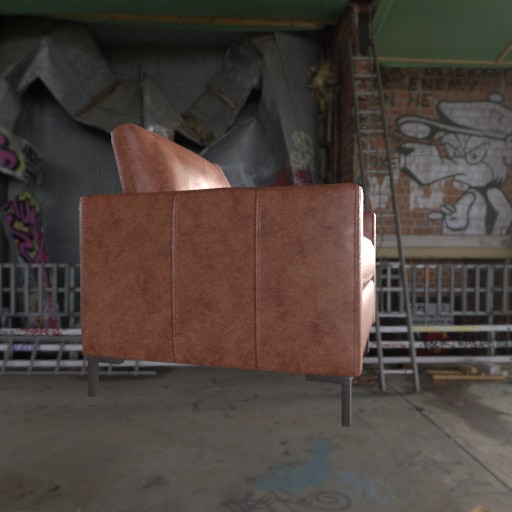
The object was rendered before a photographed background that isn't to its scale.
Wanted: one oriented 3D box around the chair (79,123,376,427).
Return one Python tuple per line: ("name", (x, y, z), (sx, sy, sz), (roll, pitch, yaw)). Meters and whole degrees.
("chair", (0.000, 0.000, 1.676), (0.862, 0.869, 0.967), (0, 1, 17))
